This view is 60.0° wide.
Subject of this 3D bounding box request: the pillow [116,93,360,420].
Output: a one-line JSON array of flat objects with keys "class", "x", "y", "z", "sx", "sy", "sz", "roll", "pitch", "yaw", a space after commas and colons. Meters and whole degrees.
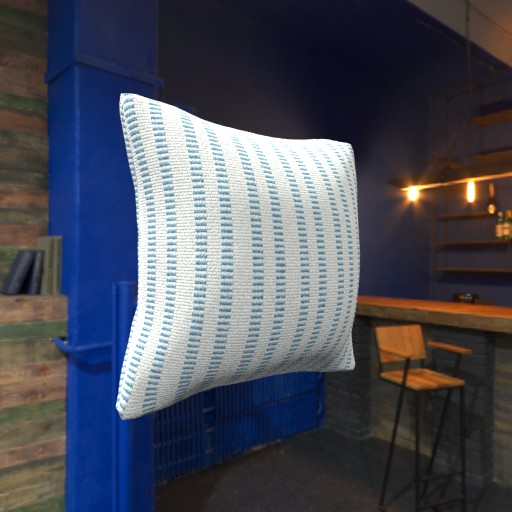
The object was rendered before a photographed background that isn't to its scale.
[{"class": "pillow", "x": 0.000, "y": 0.000, "z": 0.691, "sx": 0.438, "sy": 0.419, "sz": 0.247, "roll": 0, "pitch": -1, "yaw": -36}]
